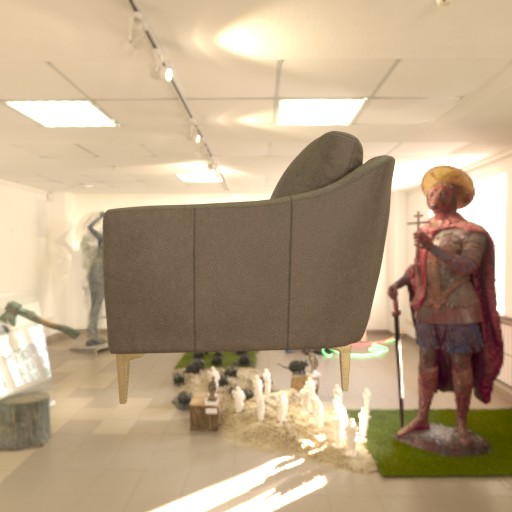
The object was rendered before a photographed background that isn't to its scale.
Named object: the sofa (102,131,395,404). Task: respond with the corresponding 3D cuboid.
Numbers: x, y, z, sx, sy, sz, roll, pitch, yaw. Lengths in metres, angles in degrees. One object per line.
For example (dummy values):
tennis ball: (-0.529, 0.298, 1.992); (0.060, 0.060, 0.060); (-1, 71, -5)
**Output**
sofa: (0.000, 0.000, 2.140); (0.960, 0.902, 1.619); (0, 1, 0)
